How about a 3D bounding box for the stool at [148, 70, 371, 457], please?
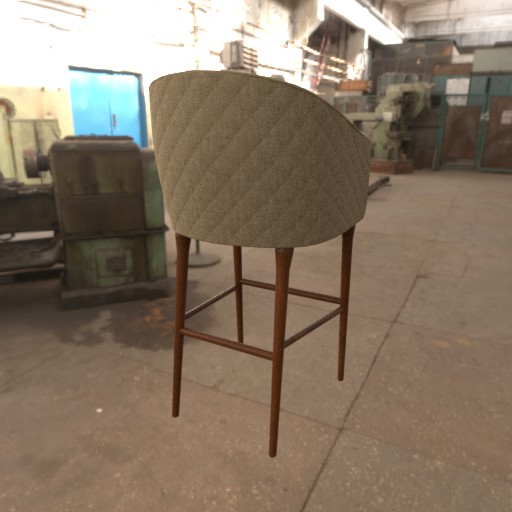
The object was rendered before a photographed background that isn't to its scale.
[{"bbox_3d":[0.000,0.000,1.450,0.559,1.078,0.607,10,20,28],"label":"stool"}]
